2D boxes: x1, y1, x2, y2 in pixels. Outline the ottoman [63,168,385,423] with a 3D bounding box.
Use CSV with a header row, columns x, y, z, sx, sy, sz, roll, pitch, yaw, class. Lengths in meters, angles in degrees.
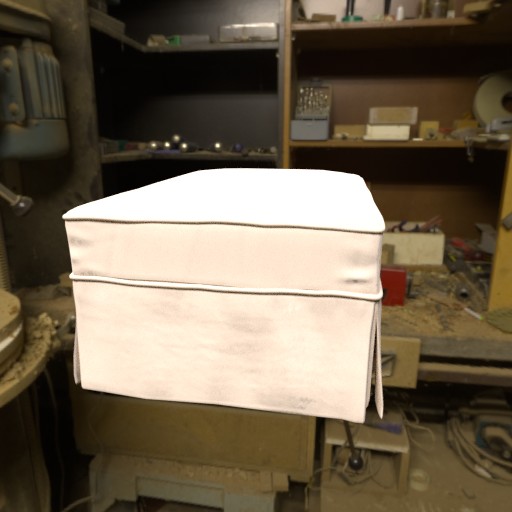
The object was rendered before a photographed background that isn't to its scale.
x,y,z,sx,sy,sz,roll,pitch,yaw,class
0.000,0.000,1.320,0.703,0.479,0.944,3,16,10,ottoman
